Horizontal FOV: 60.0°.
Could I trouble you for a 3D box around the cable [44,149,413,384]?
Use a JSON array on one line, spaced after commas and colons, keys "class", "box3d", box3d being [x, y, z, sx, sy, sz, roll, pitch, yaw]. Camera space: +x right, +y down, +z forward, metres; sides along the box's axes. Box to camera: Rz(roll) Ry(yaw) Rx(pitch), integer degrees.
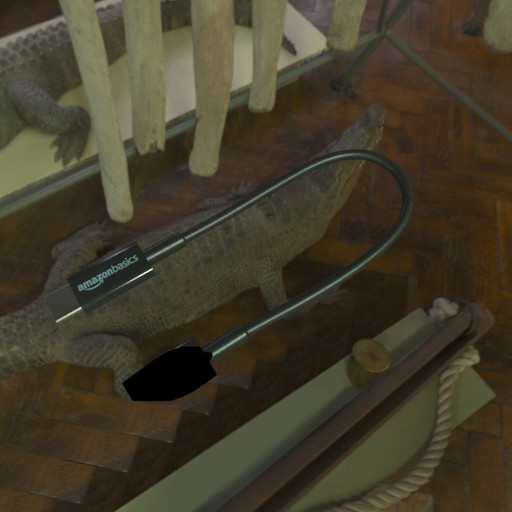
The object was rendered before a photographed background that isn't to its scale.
[{"class": "cable", "box3d": [0.000, 0.000, 0.113, 0.098, 0.006, 0.040, -30, 67, -14]}]
